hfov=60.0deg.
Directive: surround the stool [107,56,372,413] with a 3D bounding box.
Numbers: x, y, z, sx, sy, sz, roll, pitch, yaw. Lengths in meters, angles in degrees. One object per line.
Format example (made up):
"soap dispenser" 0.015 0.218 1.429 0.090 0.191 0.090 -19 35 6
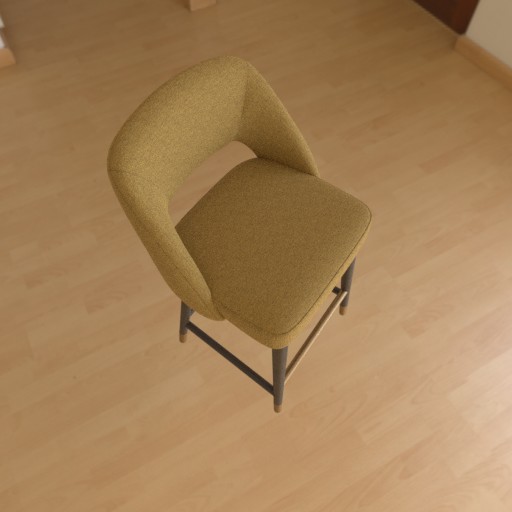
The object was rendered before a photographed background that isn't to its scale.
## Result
"stool" 0.000 0.000 1.273 0.522 0.939 0.536 31 63 18
